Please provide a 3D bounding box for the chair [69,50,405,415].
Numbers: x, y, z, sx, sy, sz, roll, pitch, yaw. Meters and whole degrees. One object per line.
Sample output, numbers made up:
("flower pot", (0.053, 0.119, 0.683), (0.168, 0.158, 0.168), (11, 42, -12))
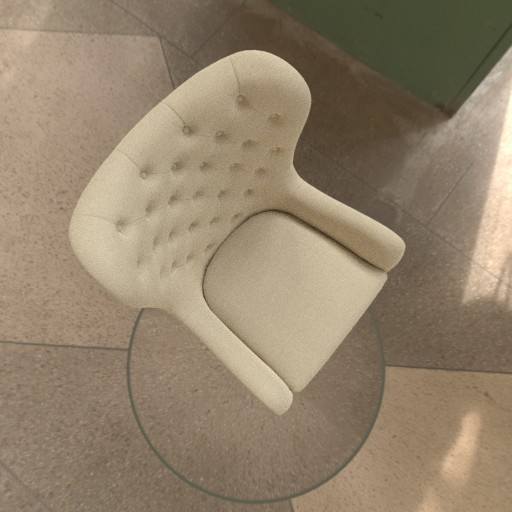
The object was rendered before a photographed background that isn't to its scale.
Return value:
("chair", (0.000, 0.000, 1.698), (0.929, 1.079, 0.831), (39, 80, 8))
